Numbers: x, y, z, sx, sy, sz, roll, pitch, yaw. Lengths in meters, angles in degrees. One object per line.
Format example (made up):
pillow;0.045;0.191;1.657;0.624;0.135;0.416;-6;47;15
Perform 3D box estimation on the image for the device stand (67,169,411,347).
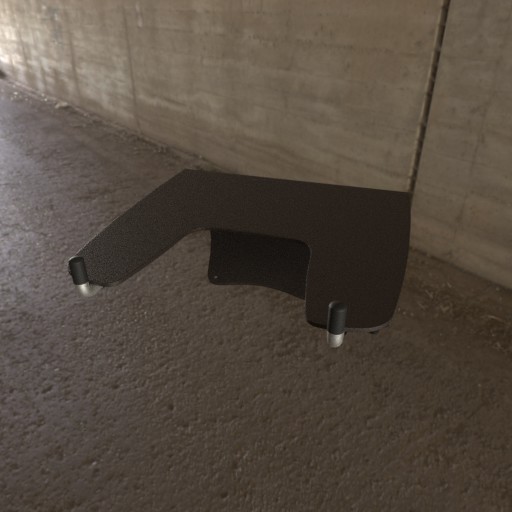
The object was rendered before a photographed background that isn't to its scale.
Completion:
device stand;0.000;0.000;0.358;0.230;0.092;0.230;9;31;15
